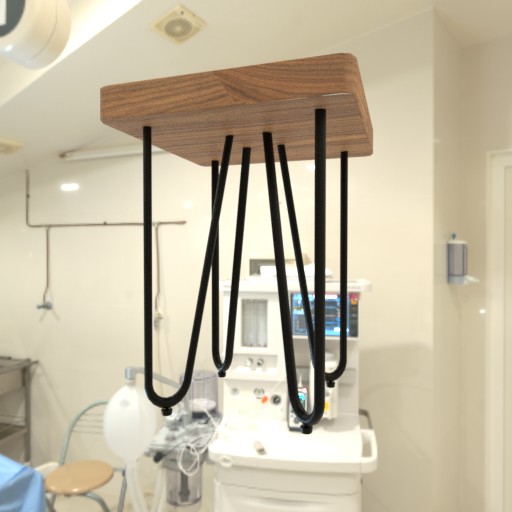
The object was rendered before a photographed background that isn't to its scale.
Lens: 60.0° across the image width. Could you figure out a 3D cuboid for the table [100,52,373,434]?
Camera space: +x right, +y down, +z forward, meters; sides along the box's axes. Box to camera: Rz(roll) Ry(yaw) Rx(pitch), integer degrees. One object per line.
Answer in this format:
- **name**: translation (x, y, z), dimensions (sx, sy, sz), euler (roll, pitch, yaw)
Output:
- **table**: translation (0.000, 0.000, 0.990), dimensions (0.480, 0.641, 0.479), euler (0, 0, 18)
